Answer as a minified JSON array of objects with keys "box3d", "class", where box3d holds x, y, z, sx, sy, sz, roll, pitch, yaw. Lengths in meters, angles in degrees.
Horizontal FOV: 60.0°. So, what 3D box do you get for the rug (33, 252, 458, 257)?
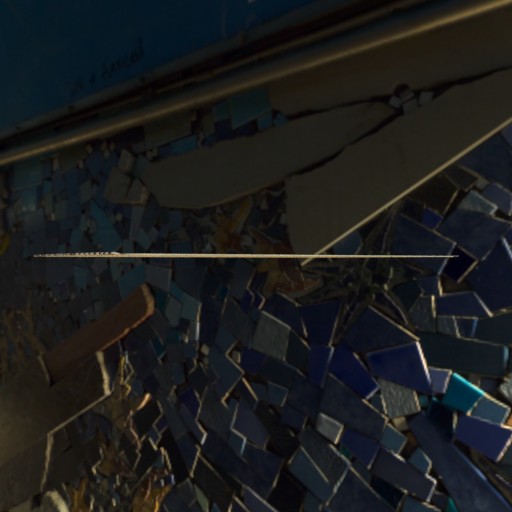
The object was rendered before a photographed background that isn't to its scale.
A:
[{"box3d":[0.000,0.000,2.498,2.096,0.011,1.229,0,-1,-37],"class":"rug"}]
